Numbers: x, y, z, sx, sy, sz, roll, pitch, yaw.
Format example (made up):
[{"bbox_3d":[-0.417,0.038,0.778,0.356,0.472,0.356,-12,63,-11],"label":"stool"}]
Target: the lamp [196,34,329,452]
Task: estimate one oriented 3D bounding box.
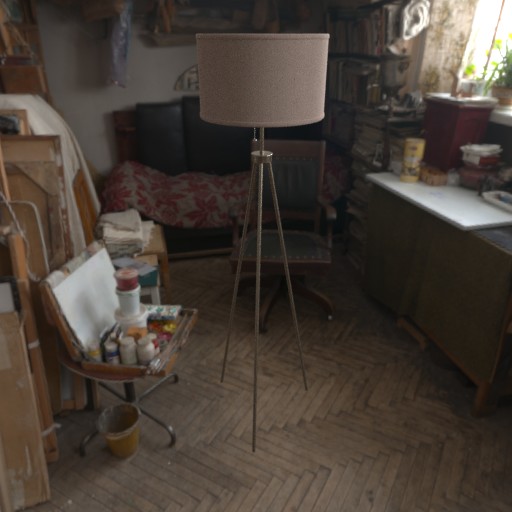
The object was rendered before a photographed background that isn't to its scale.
[{"bbox_3d":[0.000,0.000,1.724,0.460,1.545,0.449,18,32,32],"label":"lamp"}]
